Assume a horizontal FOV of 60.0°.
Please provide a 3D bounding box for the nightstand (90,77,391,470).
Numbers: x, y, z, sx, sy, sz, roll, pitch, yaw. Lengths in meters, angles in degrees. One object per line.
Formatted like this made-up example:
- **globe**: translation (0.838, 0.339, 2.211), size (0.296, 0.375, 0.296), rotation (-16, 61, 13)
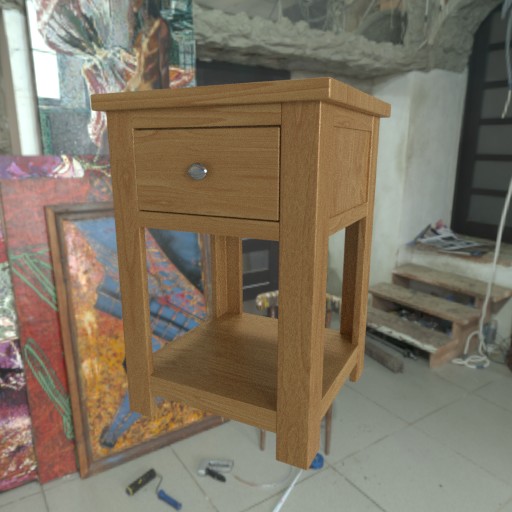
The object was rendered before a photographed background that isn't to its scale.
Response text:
- **nightstand**: translation (0.000, 0.000, 0.919), size (0.428, 0.614, 0.418), rotation (7, 15, 26)
